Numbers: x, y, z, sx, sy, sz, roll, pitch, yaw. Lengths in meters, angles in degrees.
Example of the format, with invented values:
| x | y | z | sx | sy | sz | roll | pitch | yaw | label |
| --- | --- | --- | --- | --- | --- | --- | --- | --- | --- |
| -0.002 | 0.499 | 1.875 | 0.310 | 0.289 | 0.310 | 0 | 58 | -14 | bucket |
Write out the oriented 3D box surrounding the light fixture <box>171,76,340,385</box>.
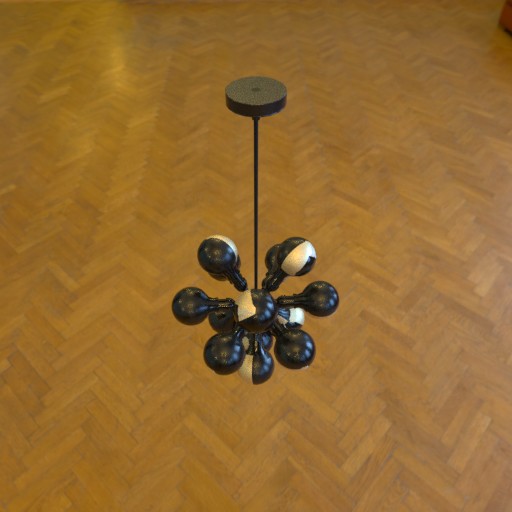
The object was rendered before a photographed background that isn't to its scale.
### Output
| x | y | z | sx | sy | sz | roll | pitch | yaw | label |
| --- | --- | --- | --- | --- | --- | --- | --- | --- | --- |
| 0.000 | 0.000 | 1.101 | 0.468 | 0.859 | 0.420 | -2 | 46 | -2 | light fixture |
